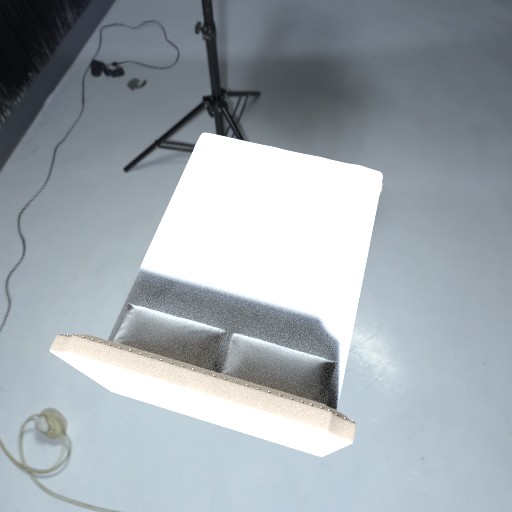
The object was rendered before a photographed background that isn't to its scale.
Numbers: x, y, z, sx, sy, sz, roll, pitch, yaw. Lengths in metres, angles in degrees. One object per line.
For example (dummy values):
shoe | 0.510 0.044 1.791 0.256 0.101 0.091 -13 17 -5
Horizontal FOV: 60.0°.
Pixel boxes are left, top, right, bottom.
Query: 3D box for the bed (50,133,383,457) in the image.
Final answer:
bed | 0.000 0.000 3.341 1.703 1.415 2.329 14 63 7
